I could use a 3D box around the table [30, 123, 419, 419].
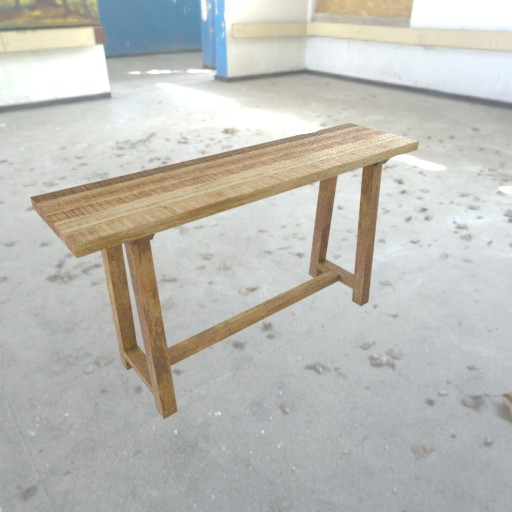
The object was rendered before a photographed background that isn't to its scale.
[{"bbox_3d":[0.000,0.000,1.895,1.524,0.810,0.405,-22,37,-32],"label":"table"}]
